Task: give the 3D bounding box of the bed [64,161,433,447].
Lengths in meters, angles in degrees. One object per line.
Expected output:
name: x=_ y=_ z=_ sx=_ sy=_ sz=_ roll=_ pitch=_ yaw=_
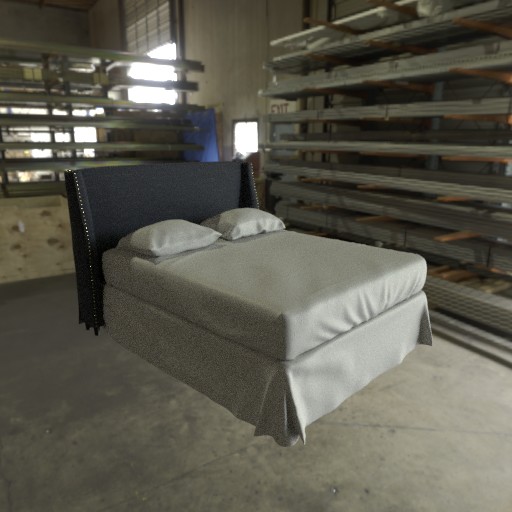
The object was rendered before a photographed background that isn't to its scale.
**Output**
bed: x=0.000 y=0.000 z=3.428 sx=2.276 sy=1.332 sz=1.925 roll=14 pitch=20 yaw=43
